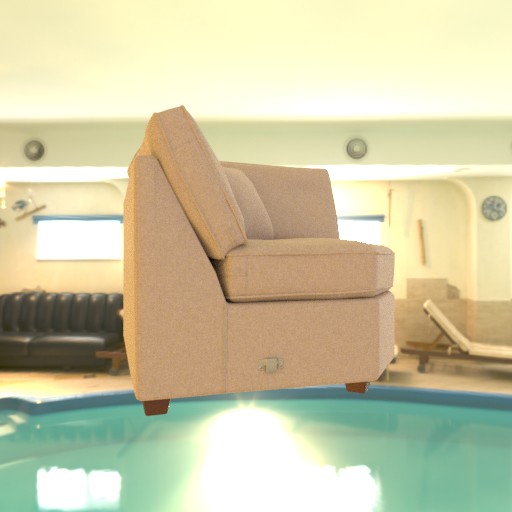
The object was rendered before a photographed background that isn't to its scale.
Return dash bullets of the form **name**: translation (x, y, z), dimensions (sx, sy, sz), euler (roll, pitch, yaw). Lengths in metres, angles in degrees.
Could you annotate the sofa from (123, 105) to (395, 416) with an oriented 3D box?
- **sofa**: translation (0.000, 0.000, 1.845), dimensions (1.042, 0.937, 1.050), euler (0, 0, -17)
